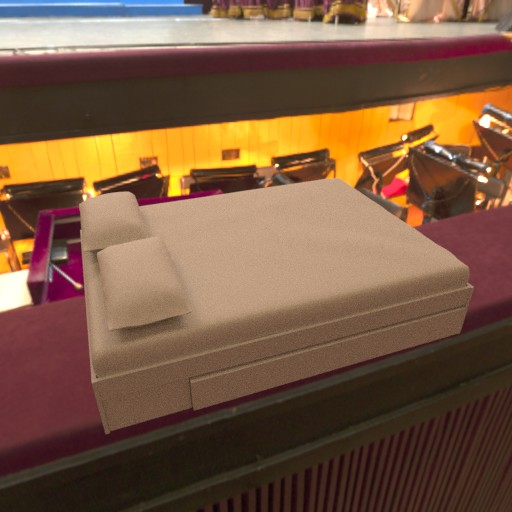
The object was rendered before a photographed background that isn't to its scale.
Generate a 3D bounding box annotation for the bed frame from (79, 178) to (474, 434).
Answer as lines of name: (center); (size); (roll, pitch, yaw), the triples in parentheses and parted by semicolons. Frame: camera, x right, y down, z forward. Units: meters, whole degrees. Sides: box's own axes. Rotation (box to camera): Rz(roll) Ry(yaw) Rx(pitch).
bed frame: (0.000, 0.000, 2.657); (1.950, 0.629, 1.450); (-11, 33, -17)
